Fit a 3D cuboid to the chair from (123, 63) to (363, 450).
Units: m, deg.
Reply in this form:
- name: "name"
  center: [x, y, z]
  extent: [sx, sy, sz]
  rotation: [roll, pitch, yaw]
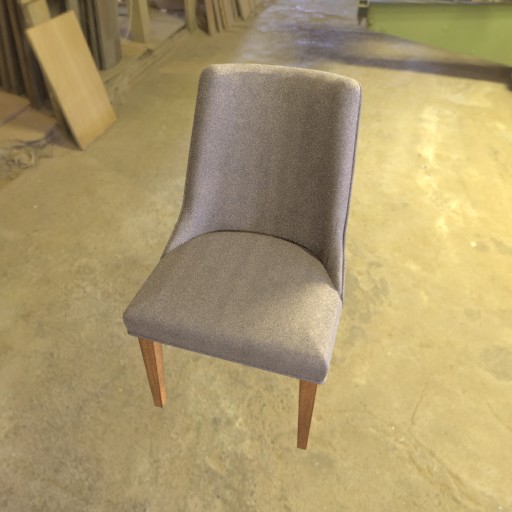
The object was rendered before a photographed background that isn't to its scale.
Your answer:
- name: "chair"
  center: [0.000, 0.000, 1.305]
  extent: [0.548, 0.916, 0.636]
  rotation: [11, 44, 12]
